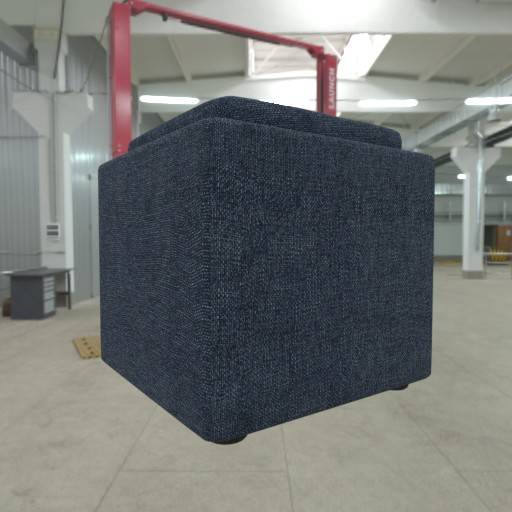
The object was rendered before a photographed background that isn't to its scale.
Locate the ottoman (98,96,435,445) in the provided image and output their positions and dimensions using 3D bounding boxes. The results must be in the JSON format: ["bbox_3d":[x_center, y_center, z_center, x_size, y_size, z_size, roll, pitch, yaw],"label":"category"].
[{"bbox_3d":[0.000,0.000,0.817,0.450,0.460,0.450,-2,3,-35],"label":"ottoman"}]
